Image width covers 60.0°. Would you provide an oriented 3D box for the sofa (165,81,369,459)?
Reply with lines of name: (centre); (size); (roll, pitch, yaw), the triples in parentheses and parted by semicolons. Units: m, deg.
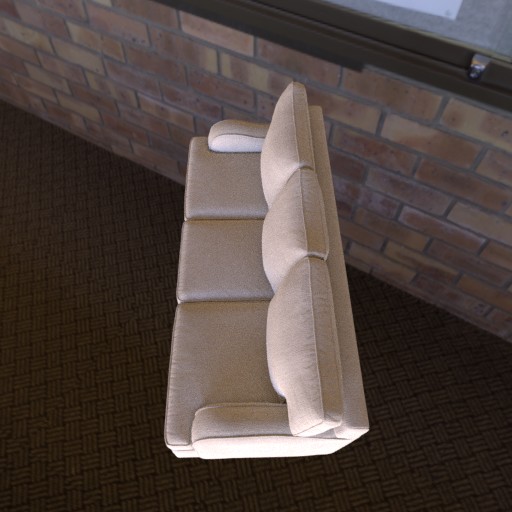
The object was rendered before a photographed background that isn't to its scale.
sofa: (0.000, 0.000, 2.885); (1.016, 0.991, 2.323); (-1, 57, -1)
